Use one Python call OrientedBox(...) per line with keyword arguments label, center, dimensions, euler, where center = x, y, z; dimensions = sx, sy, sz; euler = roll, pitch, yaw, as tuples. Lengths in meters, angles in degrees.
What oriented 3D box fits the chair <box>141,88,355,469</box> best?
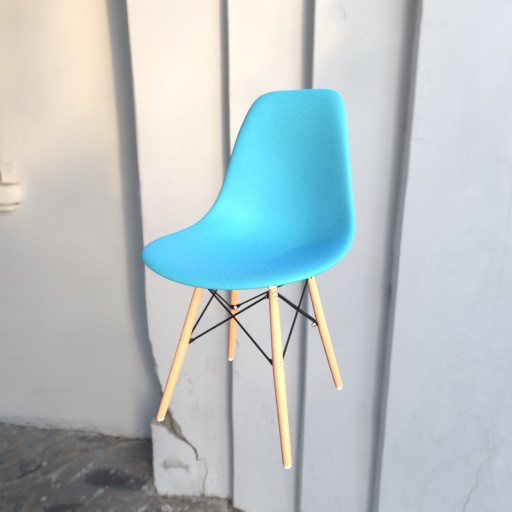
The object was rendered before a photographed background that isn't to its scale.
OrientedBox(label="chair", center=(0.000, 0.000, 1.111), dimensions=(0.470, 0.826, 0.531), euler=(8, 17, 27))
